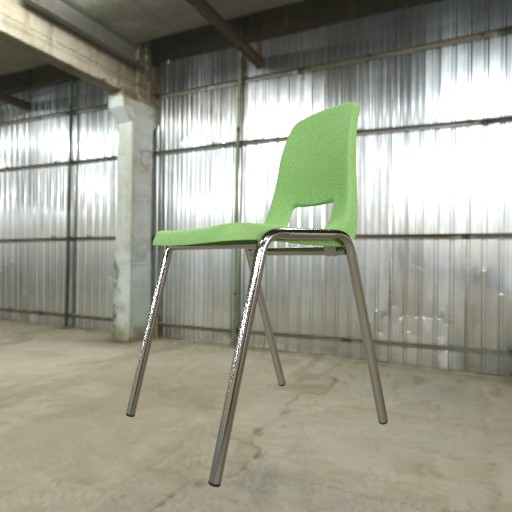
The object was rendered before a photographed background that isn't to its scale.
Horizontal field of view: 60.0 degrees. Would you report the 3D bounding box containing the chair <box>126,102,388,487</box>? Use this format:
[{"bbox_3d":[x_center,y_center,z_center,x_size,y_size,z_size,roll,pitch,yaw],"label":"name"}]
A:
[{"bbox_3d":[0.000,0.000,0.945,0.436,0.704,0.381,0,0,-36],"label":"chair"}]
